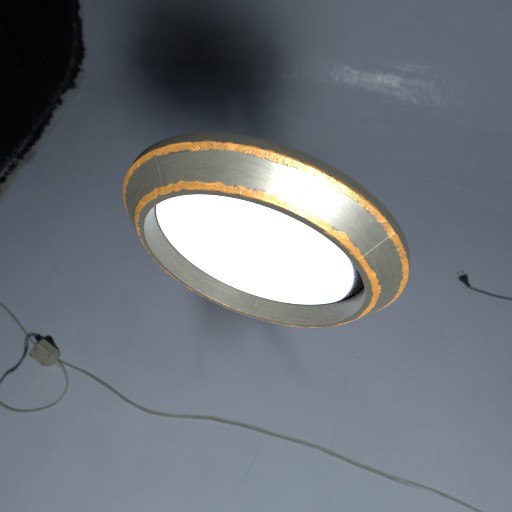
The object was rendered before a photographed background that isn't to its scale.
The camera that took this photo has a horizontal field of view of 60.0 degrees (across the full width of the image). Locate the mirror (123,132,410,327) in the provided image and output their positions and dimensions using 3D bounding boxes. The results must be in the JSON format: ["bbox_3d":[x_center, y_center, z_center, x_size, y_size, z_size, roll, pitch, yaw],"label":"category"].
[{"bbox_3d":[0.000,0.000,1.388,0.907,0.907,0.111,16,61,9],"label":"mirror"}]
